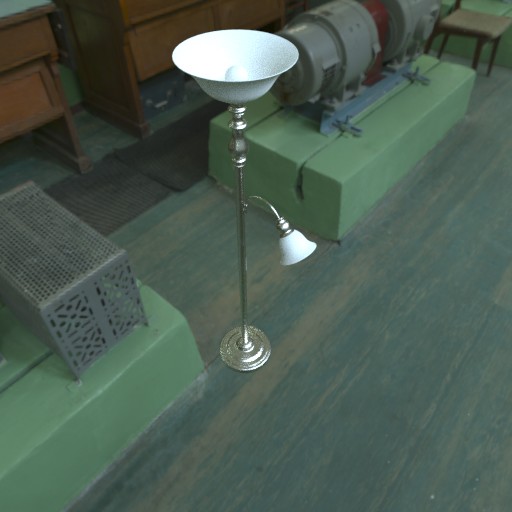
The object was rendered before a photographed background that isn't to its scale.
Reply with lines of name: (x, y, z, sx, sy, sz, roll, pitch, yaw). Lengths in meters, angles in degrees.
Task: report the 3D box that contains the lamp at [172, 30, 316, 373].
lamp: (0.000, 0.000, 2.038, 0.575, 1.785, 0.405, 30, 53, 26)
